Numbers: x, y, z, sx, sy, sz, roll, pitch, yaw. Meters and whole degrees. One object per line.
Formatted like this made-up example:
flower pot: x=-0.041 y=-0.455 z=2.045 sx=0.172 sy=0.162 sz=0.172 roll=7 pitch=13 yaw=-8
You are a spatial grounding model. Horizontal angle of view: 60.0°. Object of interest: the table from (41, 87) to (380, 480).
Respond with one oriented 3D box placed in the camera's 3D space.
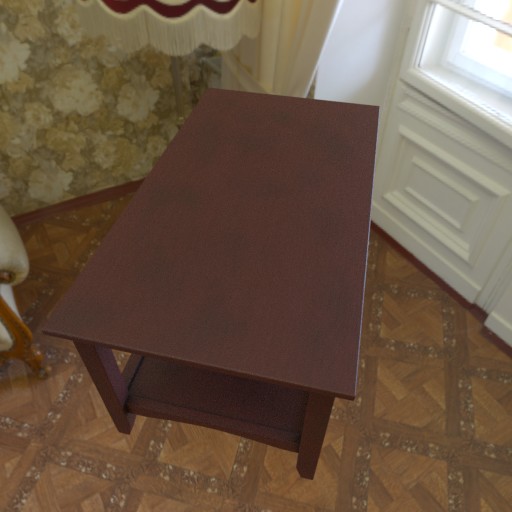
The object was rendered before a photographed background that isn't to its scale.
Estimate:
table: x=0.000 y=0.000 z=1.195 sx=0.533 sy=0.456 sz=0.943 roll=10 pitch=46 yaw=9
